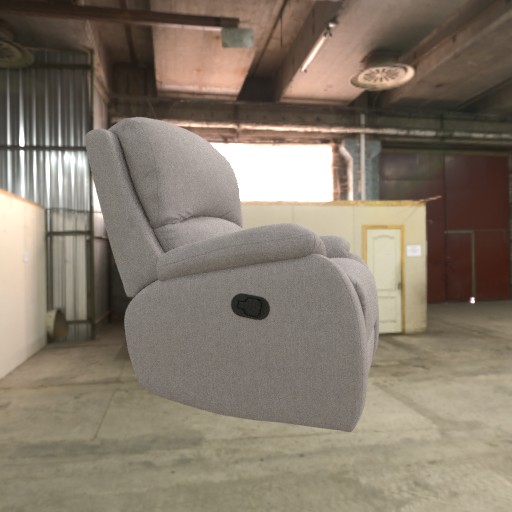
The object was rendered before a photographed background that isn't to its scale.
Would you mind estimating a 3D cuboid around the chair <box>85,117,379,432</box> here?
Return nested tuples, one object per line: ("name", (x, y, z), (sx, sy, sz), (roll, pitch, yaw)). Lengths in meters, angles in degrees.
("chair", (0.000, 0.000, 1.703), (0.899, 1.011, 0.930), (0, 1, 18))
